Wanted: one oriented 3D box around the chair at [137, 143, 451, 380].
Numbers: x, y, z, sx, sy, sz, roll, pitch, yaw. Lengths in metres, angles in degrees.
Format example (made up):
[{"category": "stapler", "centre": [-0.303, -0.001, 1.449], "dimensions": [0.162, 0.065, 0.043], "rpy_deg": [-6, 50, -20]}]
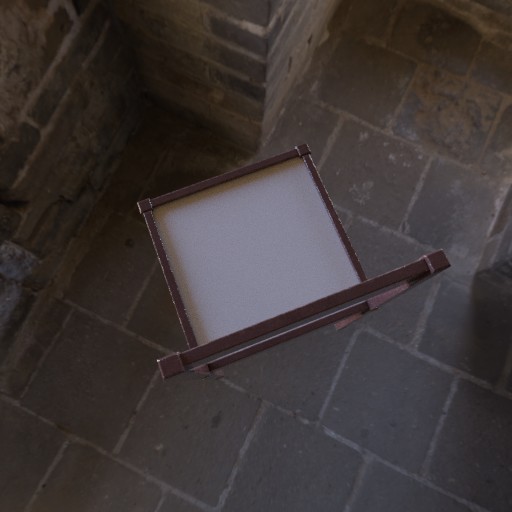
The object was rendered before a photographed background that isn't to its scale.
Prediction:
[{"category": "chair", "centre": [0.000, 0.000, 0.678], "dimensions": [0.285, 0.505, 0.285], "rpy_deg": [-21, 75, -6]}]
